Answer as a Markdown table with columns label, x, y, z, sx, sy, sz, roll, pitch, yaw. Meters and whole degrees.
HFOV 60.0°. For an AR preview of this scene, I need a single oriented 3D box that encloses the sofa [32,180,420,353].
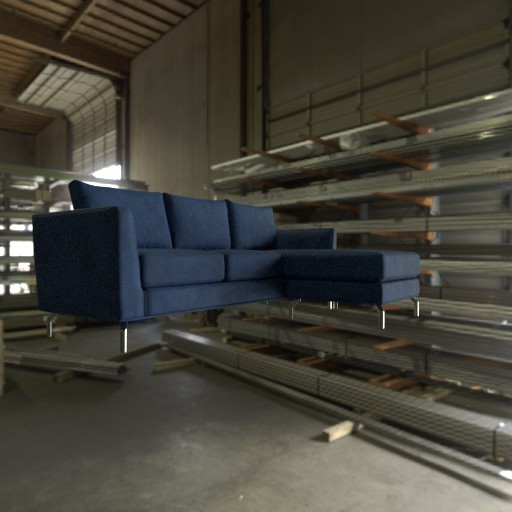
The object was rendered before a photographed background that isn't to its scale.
| label | x | y | z | sx | sy | sz | roll | pitch | yaw |
| --- | --- | --- | --- | --- | --- | --- | --- | --- | --- |
| sofa | 0.000 | 0.000 | 3.196 | 1.622 | 0.987 | 2.438 | 0 | 0 | 37 |
